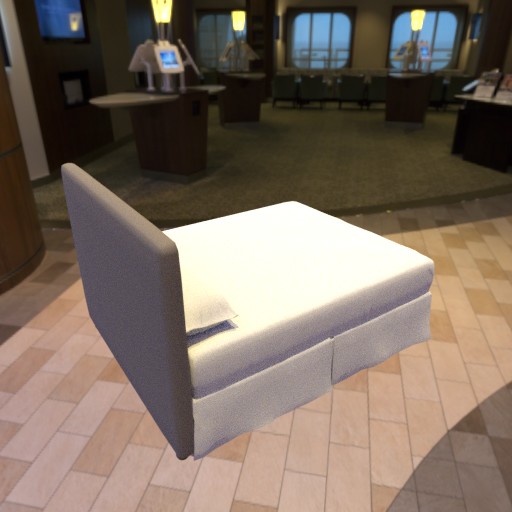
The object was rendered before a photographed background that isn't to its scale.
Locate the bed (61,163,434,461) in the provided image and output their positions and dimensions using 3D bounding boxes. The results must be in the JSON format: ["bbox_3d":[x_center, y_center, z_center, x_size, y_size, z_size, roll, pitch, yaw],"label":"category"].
[{"bbox_3d":[0.000,0.000,3.235,2.142,1.330,1.748,-17,30,-31],"label":"bed"}]
